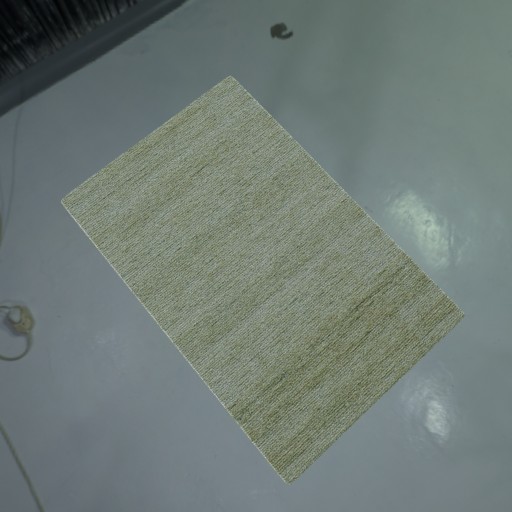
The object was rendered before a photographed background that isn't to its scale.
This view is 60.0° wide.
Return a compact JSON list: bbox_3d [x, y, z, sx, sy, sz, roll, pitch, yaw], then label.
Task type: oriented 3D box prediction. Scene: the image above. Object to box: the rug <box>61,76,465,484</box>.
[{"bbox_3d":[0.000,0.000,2.194,1.143,0.010,1.758,-40,79,-10],"label":"rug"}]
